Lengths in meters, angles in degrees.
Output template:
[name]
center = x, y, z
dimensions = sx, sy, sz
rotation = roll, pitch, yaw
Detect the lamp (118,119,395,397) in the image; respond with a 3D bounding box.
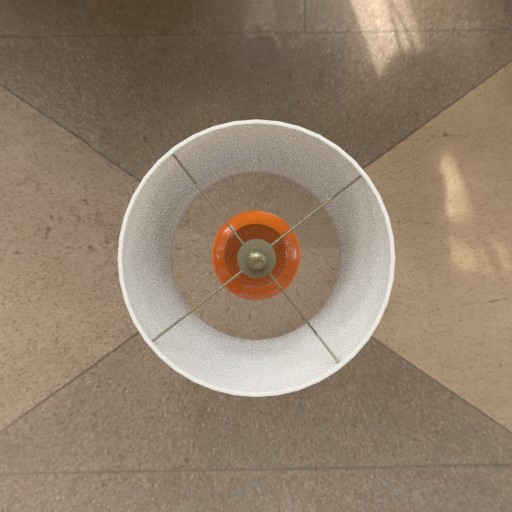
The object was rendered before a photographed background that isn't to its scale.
[lamp]
center = 0.000, 0.000, 1.101
dimensions = 0.418, 0.871, 0.418
rotation = 0, 91, 0
